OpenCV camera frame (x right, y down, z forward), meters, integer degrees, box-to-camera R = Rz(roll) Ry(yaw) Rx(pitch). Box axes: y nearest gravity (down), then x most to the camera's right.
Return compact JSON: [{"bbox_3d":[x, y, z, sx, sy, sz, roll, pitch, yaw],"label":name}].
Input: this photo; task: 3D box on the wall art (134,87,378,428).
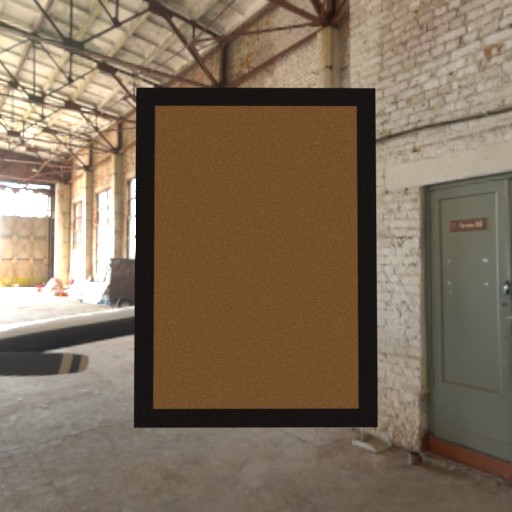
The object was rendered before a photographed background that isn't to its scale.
[{"bbox_3d":[0.000,0.000,0.703,0.380,0.534,0.013,0,-2,0],"label":"wall art"}]
